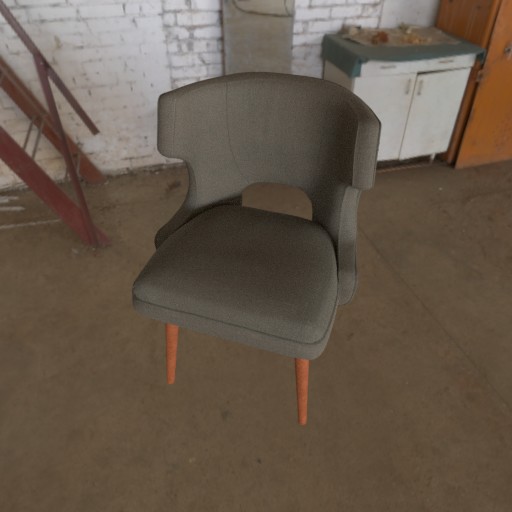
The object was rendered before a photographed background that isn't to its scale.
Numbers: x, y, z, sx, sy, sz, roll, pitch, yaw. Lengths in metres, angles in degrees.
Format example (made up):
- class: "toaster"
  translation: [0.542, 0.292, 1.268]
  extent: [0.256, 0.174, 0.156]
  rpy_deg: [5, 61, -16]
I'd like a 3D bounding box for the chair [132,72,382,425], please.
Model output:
- class: "chair"
  translation: [0.000, 0.000, 1.281]
  extent: [0.595, 0.863, 0.581]
  rpy_deg: [12, 41, 14]
